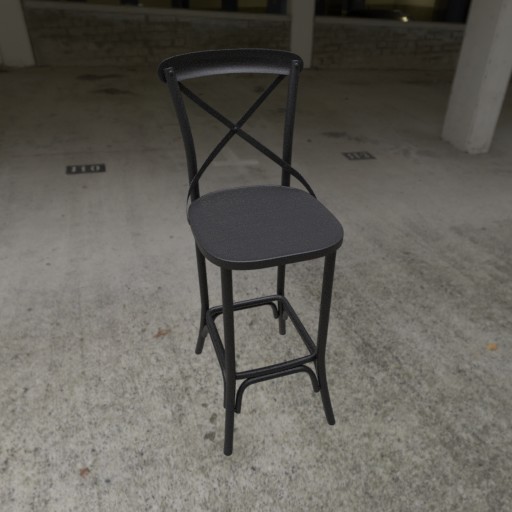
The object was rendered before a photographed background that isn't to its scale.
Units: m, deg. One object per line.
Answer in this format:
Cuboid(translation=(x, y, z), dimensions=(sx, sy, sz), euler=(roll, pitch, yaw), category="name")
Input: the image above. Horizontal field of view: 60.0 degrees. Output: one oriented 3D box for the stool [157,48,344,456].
Cuboid(translation=(0.000, 0.000, 1.457), dimensions=(0.457, 1.168, 0.584), euler=(-10, 34, -15), category="stool")
